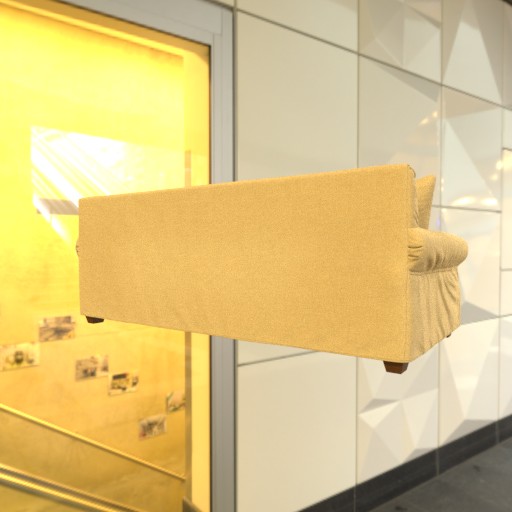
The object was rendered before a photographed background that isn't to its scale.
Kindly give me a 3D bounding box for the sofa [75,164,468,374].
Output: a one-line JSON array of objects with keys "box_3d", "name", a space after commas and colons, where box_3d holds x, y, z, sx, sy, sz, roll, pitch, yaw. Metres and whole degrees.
[{"box_3d": [0.000, 0.000, 2.739, 2.285, 0.904, 1.067, 1, 2, 35], "name": "sofa"}]
